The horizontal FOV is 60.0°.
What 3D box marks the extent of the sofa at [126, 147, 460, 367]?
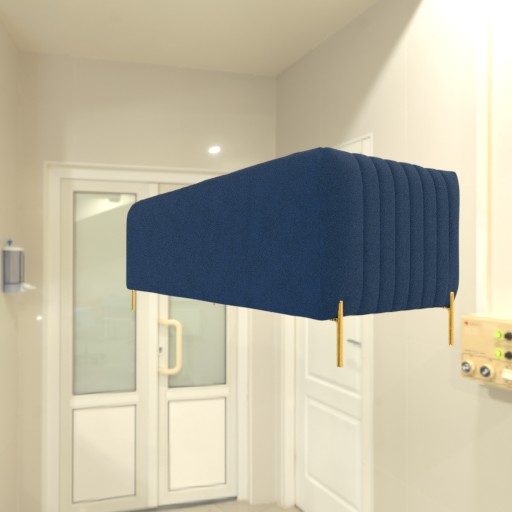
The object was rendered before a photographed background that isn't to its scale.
[{"bbox_3d":[0.000,0.000,2.625,0.896,0.793,2.136,0,-1,-35],"label":"sofa"}]
